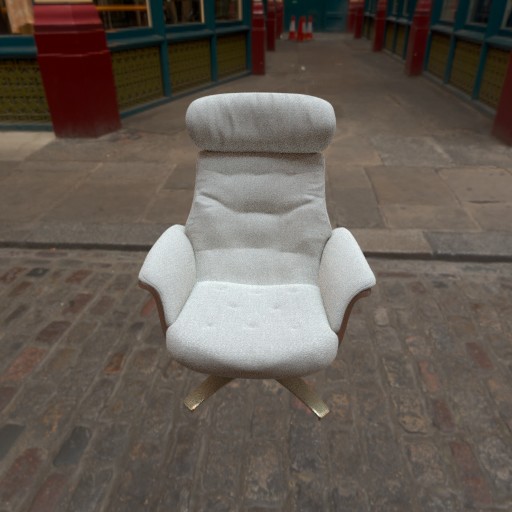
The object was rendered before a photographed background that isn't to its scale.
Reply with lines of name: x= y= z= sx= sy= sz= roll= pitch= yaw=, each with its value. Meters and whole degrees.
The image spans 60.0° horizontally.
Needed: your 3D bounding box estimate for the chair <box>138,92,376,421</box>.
chair: x=0.000 y=0.000 z=1.602 sx=0.785 sy=0.995 sz=0.837 roll=2 pitch=31 yaw=3
